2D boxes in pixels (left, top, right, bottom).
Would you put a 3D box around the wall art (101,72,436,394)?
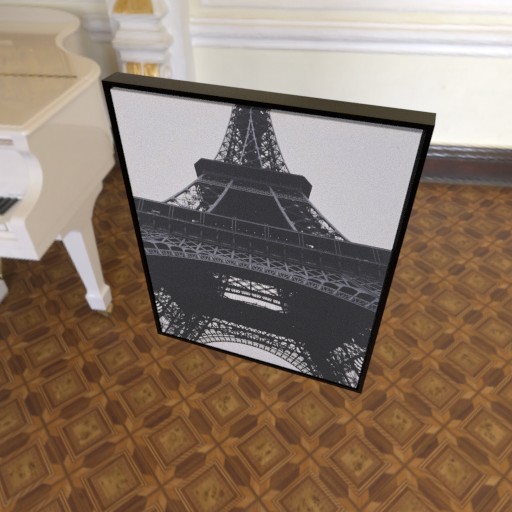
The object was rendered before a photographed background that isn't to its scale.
[{"bbox_3d":[0.000,0.000,0.760,0.451,0.553,0.039,13,42,15],"label":"wall art"}]
